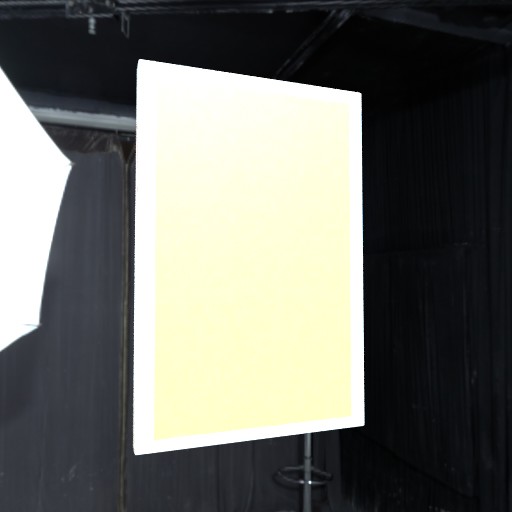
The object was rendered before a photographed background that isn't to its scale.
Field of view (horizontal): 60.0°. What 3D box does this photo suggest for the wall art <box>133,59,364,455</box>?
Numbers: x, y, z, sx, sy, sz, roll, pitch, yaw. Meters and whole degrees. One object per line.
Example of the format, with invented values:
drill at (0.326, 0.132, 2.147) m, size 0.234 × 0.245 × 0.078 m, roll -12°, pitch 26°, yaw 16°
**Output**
wall art at (0.000, 0.000, 0.764) m, size 0.401 × 0.610 × 0.038 m, roll 1°, pitch -2°, yaw -19°
